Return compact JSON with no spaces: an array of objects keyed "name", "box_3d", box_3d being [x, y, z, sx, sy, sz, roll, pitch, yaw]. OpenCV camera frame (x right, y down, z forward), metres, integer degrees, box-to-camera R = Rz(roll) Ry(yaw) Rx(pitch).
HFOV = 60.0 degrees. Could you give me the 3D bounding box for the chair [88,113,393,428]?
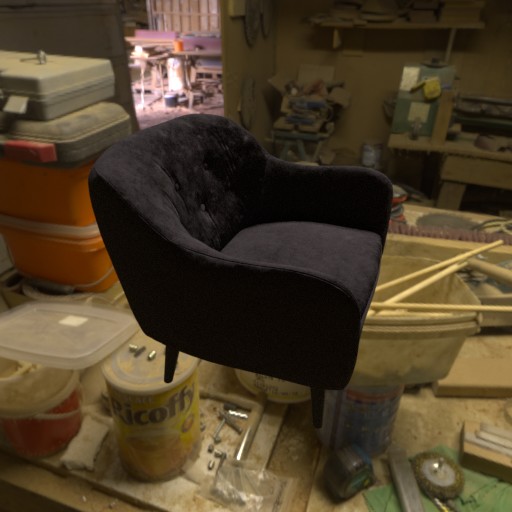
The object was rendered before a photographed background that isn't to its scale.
[{"name":"chair","box_3d":[0.000,0.000,1.514,0.819,0.807,0.840,11,32,17]}]
